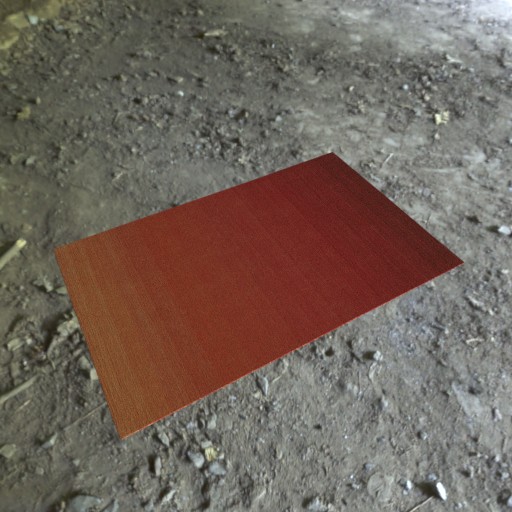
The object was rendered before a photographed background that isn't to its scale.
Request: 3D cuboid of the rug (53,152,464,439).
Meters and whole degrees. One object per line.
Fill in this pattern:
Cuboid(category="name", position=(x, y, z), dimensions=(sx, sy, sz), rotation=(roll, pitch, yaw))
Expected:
Cuboid(category="rug", position=(0.000, 0.000, 3.098), dimensions=(2.442, 0.010, 1.531), rotation=(-23, 51, -20))
